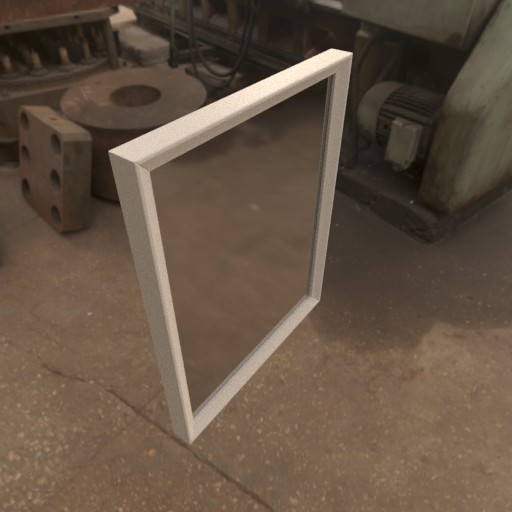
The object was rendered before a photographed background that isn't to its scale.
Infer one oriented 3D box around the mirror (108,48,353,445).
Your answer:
[{"bbox_3d":[0.000,0.000,0.684,0.041,0.509,0.406,26,47,28],"label":"mirror"}]
